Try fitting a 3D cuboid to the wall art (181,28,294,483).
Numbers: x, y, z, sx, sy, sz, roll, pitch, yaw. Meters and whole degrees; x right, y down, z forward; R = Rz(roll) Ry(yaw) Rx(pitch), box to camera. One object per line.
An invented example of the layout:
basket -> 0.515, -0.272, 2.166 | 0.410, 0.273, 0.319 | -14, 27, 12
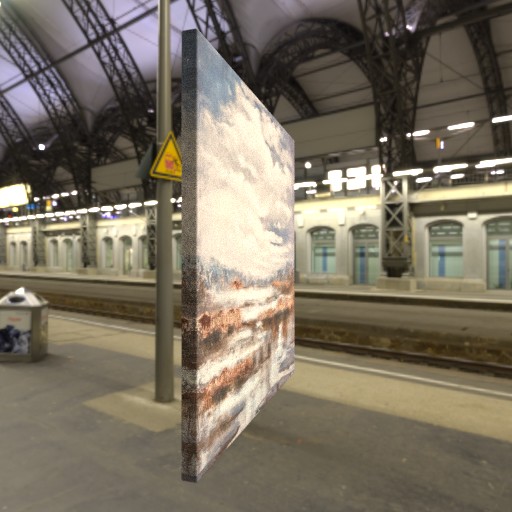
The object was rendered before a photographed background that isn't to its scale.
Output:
wall art -> 0.000, 0.000, 1.300 | 0.035, 0.897, 0.888 | 0, 0, 17
